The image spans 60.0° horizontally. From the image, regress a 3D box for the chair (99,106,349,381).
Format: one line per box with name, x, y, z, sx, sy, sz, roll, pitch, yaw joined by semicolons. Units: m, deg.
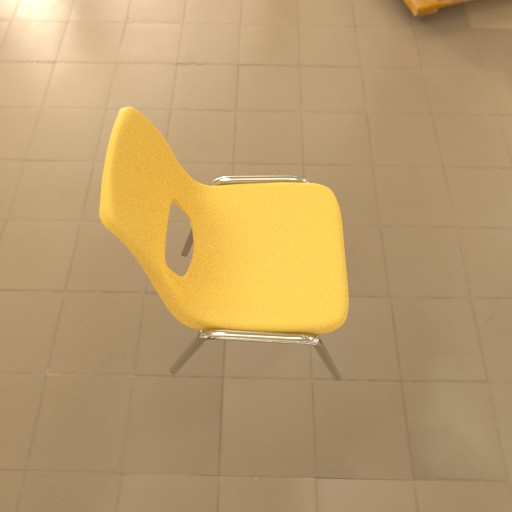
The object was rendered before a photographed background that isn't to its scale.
chair;0.000;0.000;0.922;0.436;0.653;0.381;1;63;0
